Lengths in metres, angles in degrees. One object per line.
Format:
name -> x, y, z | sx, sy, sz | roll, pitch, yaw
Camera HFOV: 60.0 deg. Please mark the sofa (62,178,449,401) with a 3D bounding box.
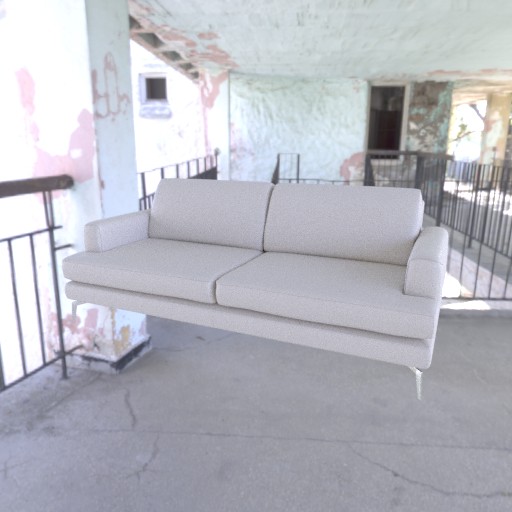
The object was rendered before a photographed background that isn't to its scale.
sofa -> 0.000, 0.000, 2.458 | 1.940, 0.765, 0.974 | 7, 16, 24
